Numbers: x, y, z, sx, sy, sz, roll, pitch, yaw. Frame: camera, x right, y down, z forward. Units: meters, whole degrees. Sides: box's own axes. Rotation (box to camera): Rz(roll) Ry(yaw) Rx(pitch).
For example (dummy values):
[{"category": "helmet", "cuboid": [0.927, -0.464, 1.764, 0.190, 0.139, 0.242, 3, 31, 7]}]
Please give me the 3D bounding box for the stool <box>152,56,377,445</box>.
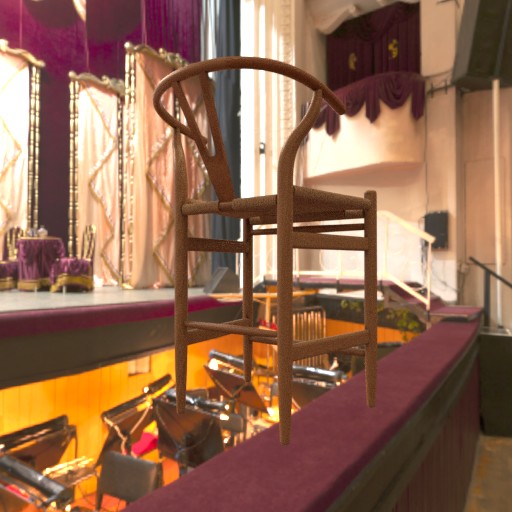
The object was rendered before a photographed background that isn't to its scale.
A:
[{"category": "stool", "cuboid": [0.000, 0.000, 1.296, 0.536, 0.923, 0.575, -1, -1, 37]}]
